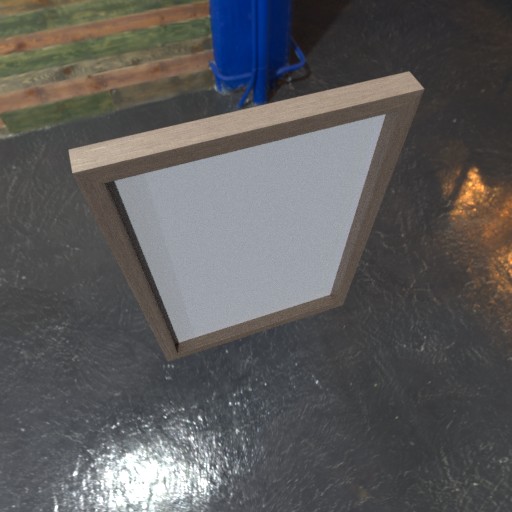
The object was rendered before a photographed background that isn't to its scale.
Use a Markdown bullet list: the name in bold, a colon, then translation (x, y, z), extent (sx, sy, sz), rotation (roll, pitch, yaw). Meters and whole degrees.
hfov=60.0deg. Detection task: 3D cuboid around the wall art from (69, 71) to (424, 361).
- **wall art**: translation (0.000, 0.000, 0.651), extent (0.358, 0.510, 0.032), rotation (-16, 59, -10)
